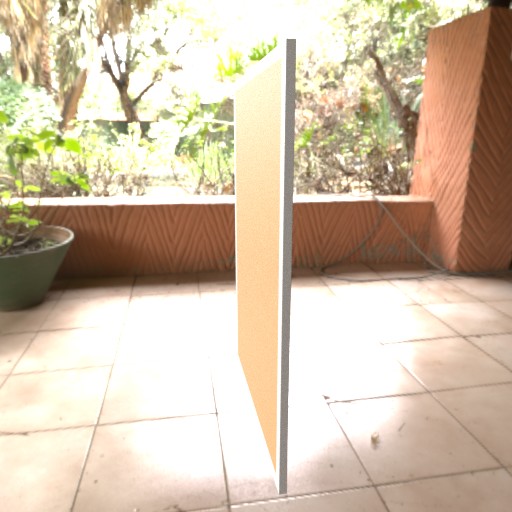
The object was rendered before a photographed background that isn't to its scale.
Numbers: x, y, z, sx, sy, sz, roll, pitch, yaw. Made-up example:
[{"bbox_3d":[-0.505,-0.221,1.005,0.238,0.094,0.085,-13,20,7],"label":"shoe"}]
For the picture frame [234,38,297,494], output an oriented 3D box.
[{"bbox_3d":[0.000,0.000,0.831,0.013,0.657,0.457,-3,15,-10],"label":"picture frame"}]
